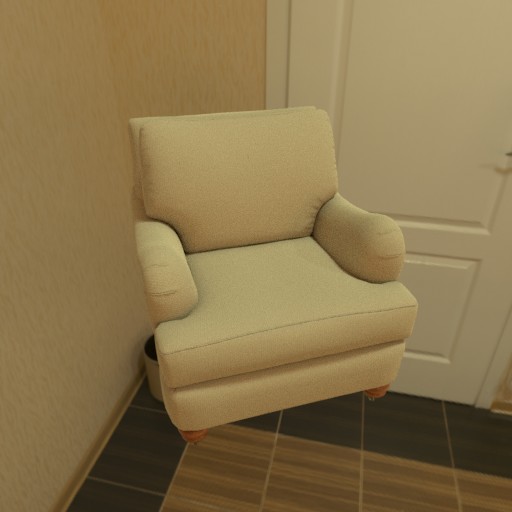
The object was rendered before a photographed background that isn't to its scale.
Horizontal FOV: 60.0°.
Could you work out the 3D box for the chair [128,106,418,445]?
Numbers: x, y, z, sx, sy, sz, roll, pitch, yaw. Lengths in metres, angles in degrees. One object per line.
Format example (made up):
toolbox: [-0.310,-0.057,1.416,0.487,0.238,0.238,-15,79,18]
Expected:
chair: [0.000,0.000,1.857,0.955,1.038,1.070,-9,32,-14]
